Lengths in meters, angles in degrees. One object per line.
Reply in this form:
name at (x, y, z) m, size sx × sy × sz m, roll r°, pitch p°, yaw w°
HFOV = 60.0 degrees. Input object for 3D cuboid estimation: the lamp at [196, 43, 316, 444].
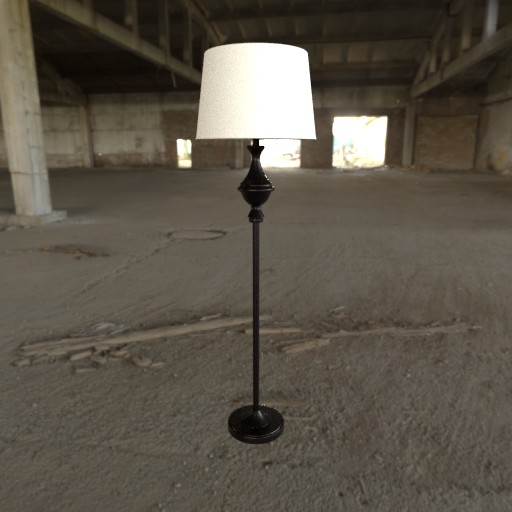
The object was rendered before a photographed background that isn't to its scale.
lamp at (0.000, 0.000, 1.699) m, size 0.431 × 1.484 × 0.431 m, roll 0°, pitch 14°, yaw 0°
